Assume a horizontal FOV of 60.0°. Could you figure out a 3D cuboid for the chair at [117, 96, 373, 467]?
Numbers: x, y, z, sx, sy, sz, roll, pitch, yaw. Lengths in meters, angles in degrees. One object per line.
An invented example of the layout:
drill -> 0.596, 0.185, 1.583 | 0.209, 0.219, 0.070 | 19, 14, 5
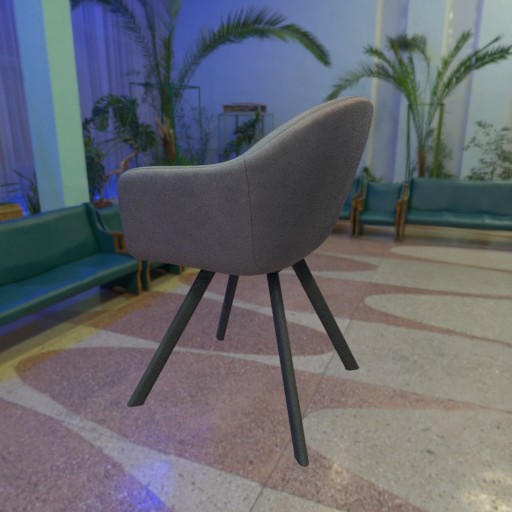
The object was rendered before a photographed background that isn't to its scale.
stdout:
chair -> 0.000, 0.000, 1.174 | 0.544, 0.781, 0.567 | 8, 17, 25
